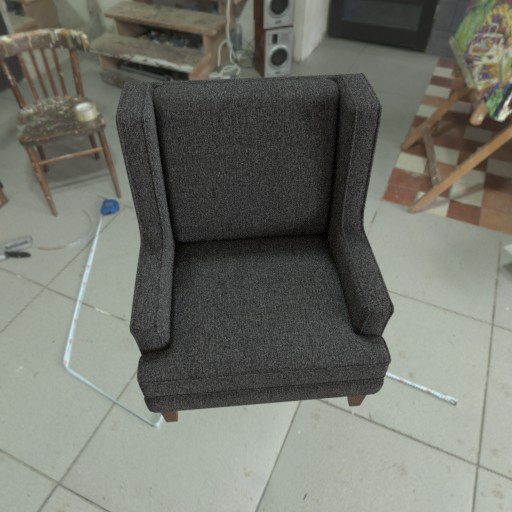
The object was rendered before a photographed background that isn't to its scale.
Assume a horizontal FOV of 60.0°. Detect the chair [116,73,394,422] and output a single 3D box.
[{"bbox_3d":[0.000,0.000,1.793,0.942,1.082,0.927,-4,47,-3],"label":"chair"}]
